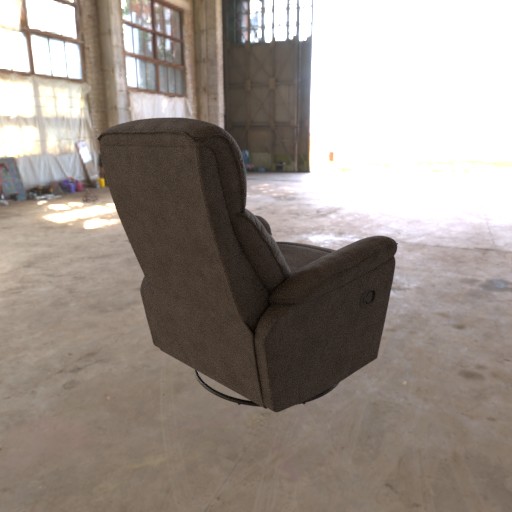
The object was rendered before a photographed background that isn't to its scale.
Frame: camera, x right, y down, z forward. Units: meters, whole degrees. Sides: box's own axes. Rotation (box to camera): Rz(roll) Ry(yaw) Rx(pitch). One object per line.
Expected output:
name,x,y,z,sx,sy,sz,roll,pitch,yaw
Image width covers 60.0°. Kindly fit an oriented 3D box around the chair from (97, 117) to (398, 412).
chair,0.000,0.000,1.783,0.830,1.036,1.009,14,20,42
